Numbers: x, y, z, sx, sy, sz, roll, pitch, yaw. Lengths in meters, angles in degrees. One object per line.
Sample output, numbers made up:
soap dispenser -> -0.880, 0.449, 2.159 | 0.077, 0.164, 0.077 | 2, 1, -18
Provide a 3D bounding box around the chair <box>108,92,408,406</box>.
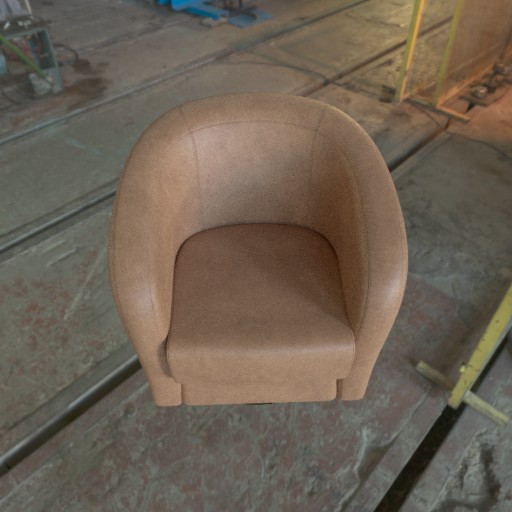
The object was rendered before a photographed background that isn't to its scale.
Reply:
chair -> 0.000, 0.000, 1.465 | 0.791, 0.771, 0.815 | -1, 45, -1
